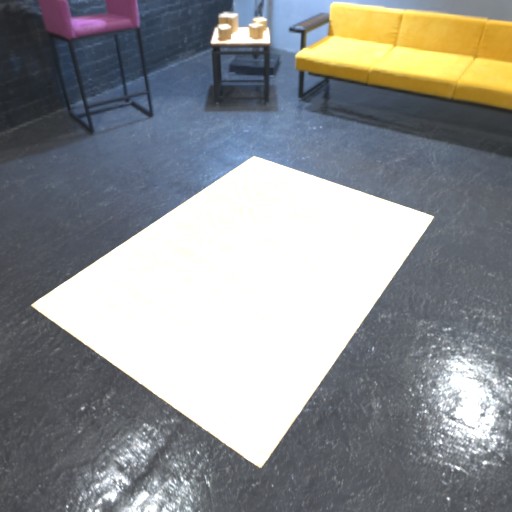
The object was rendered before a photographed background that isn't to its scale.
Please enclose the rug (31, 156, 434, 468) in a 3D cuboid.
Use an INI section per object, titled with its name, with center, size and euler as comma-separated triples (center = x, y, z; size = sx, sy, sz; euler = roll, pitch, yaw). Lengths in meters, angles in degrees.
[rug]
center = 0.000, 0.000, 4.361
size = 2.438, 0.010, 3.353
euler = 25, 46, 26
